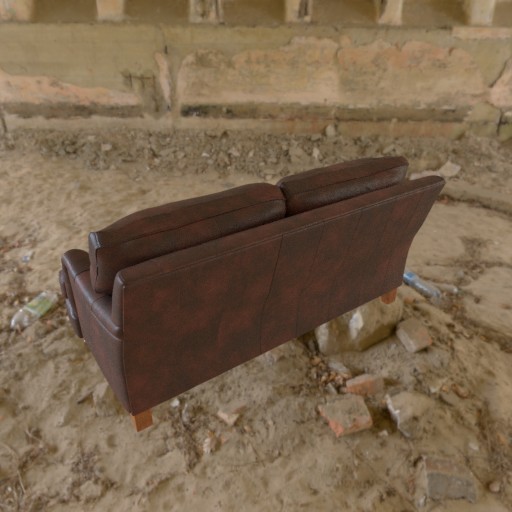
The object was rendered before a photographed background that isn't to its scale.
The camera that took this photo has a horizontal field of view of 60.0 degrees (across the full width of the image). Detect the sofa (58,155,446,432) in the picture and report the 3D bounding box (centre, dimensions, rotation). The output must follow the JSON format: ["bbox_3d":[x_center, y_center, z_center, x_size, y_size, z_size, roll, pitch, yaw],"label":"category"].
[{"bbox_3d":[0.000,0.000,2.764,2.144,1.071,1.147,-19,34,-31],"label":"sofa"}]
